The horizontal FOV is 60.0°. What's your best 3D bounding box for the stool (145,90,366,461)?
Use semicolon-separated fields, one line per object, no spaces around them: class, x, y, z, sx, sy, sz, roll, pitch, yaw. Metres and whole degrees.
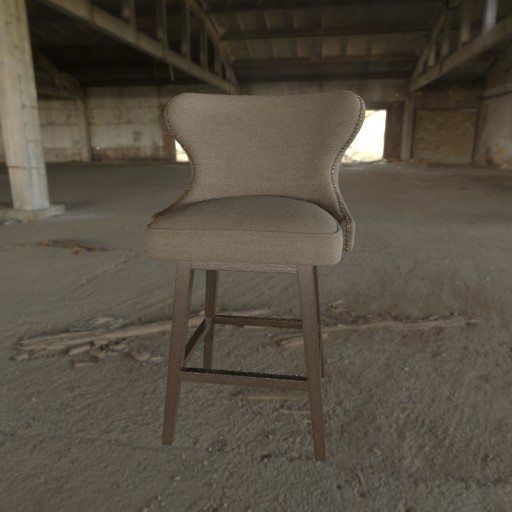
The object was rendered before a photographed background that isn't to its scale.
stool;0.000;0.000;1.333;0.615;0.972;0.597;2;15;8
